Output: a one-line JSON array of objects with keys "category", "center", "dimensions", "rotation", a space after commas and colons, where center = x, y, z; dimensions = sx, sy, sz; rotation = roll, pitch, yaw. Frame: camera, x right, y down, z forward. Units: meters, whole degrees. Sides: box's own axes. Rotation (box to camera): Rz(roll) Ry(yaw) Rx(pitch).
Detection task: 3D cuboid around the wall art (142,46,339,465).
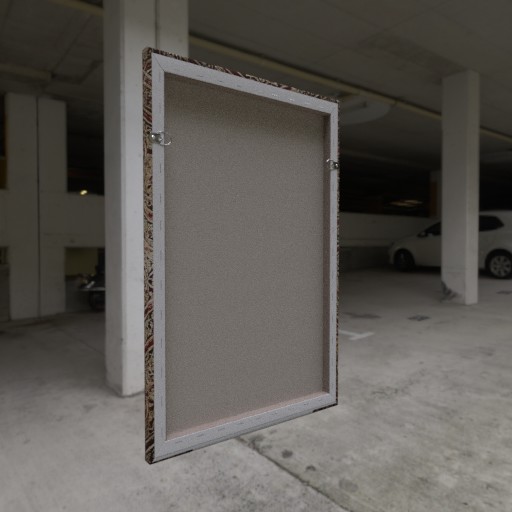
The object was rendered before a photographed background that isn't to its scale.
[{"category": "wall art", "center": [0.000, 0.000, 1.146], "dimensions": [0.599, 0.904, 0.030], "rotation": [-1, 2, -37]}]
